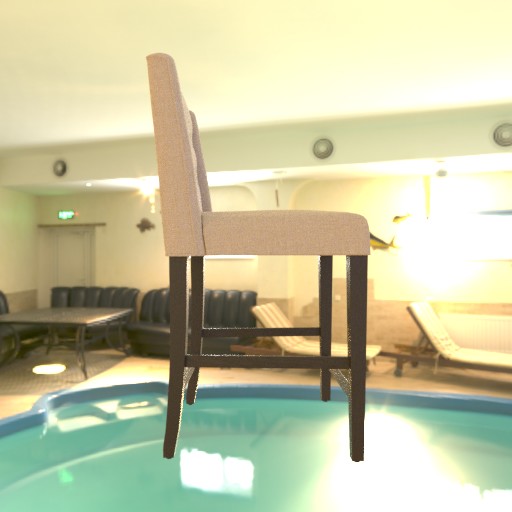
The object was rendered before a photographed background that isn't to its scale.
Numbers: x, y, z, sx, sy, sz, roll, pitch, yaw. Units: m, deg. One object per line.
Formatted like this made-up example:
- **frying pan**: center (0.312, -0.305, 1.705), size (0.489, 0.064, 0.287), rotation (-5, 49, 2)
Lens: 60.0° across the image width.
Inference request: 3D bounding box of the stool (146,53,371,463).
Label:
- **stool**: center (0.000, 0.000, 1.221), size (0.509, 0.939, 0.474), rotation (0, 0, -1)
